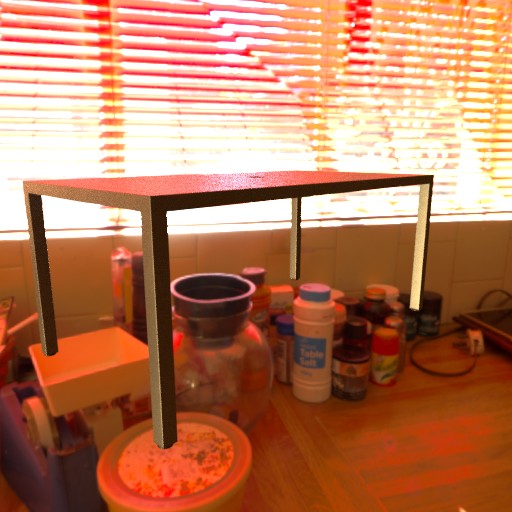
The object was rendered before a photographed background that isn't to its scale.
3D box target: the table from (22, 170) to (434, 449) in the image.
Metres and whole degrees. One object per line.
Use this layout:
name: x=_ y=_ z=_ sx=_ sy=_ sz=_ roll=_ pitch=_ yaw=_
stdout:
table: x=0.000 y=0.000 z=2.083 sx=0.914 sy=0.735 sz=1.680 roll=12 pitch=18 yaw=43
